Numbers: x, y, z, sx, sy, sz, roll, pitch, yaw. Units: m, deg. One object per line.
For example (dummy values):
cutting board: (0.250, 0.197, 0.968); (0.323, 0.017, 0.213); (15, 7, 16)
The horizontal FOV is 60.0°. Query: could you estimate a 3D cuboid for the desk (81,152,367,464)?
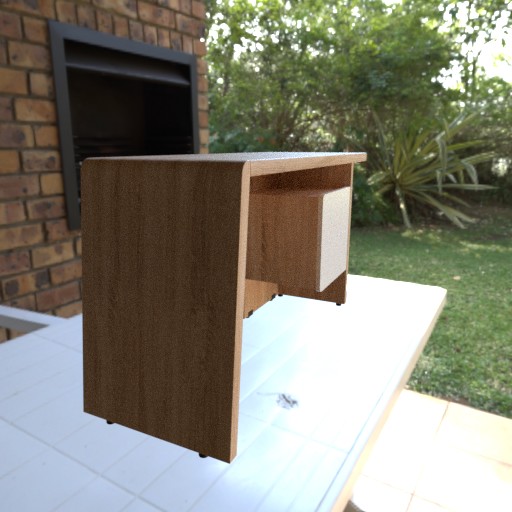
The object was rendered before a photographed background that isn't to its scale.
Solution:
desk: (0.000, 0.000, 1.685); (0.500, 0.750, 1.300); (7, 16, 26)
